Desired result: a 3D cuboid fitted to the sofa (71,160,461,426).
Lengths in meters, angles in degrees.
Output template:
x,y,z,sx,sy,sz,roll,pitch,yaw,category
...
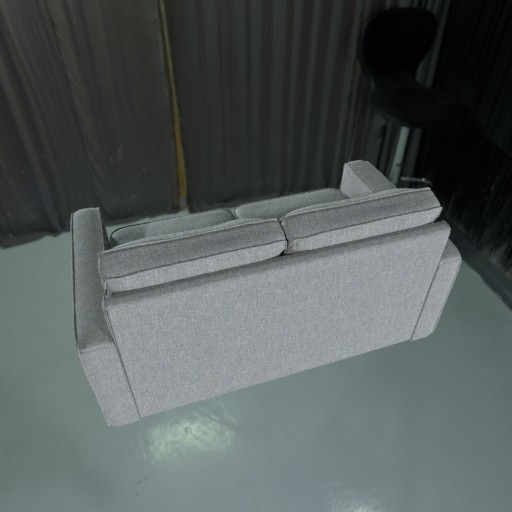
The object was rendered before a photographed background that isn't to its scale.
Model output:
x,y,z,sx,sy,sz,roll,pitch,yaw,category
0.000,0.000,2.218,1.706,0.915,0.945,-12,43,-14,sofa
